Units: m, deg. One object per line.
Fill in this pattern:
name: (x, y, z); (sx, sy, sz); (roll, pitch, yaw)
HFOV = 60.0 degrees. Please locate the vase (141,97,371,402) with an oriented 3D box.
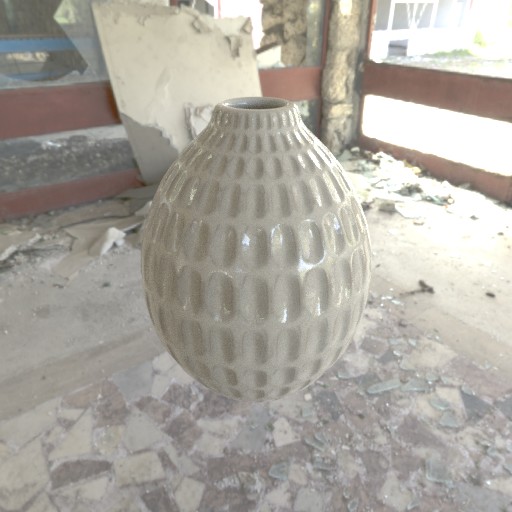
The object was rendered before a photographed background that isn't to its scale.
vase: (0.000, 0.000, 0.251); (0.128, 0.167, 0.128); (0, 29, 0)
